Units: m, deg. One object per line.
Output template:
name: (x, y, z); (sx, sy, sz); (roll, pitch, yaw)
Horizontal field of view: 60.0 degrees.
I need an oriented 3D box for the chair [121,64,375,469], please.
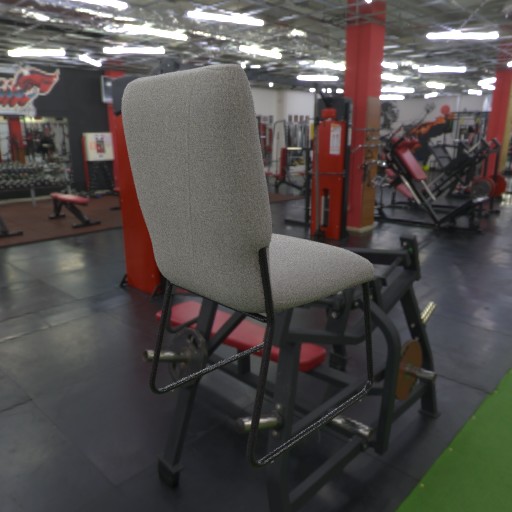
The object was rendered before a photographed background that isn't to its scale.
chair: (0.000, 0.000, 1.173); (0.560, 0.864, 0.448); (-14, 21, -42)
